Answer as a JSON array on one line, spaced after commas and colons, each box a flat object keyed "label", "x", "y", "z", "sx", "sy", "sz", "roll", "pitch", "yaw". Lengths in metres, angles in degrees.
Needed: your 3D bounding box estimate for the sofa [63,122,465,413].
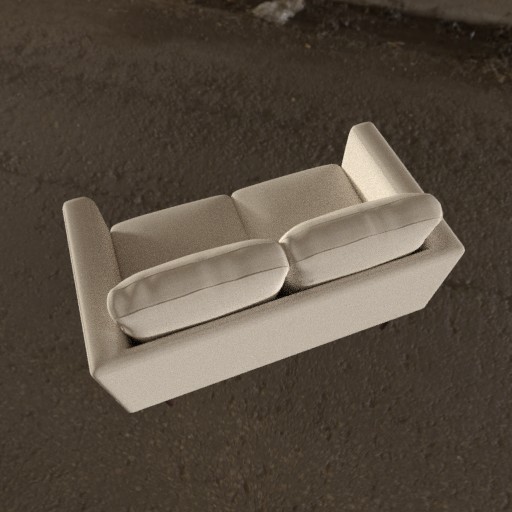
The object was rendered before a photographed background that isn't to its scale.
[{"label": "sofa", "x": 0.000, "y": 0.000, "z": 1.949, "sx": 1.430, "sy": 0.908, "sz": 0.796, "roll": -17, "pitch": 59, "yaw": -11}]
